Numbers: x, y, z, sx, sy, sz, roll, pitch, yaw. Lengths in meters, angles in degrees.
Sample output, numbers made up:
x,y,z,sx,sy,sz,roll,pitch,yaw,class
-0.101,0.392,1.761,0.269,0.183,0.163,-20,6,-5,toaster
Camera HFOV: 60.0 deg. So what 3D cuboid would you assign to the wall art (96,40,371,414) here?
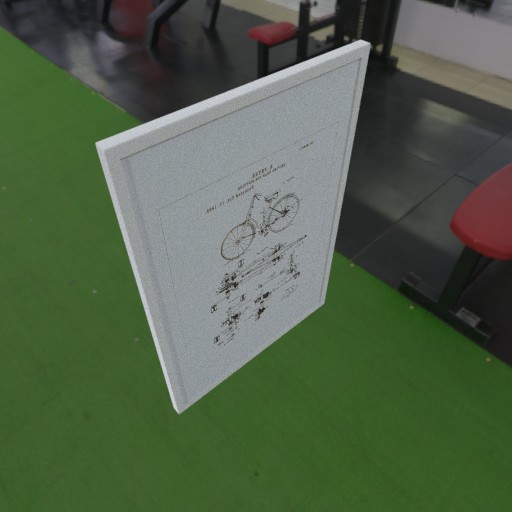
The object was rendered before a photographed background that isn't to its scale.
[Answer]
x,y,z,sx,sy,sz,roll,pitch,yaw,class
0.000,0.000,0.600,0.332,0.477,0.015,-32,54,-27,wall art
